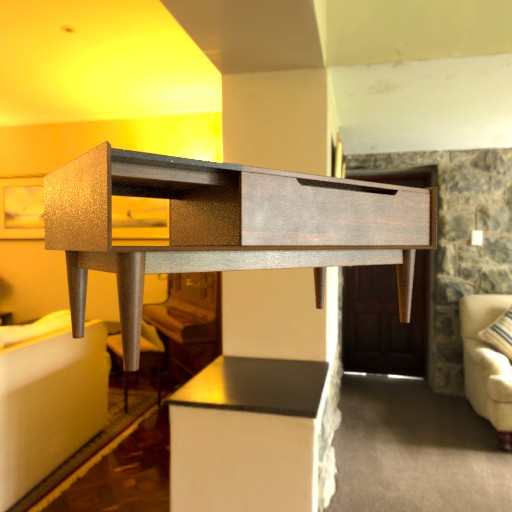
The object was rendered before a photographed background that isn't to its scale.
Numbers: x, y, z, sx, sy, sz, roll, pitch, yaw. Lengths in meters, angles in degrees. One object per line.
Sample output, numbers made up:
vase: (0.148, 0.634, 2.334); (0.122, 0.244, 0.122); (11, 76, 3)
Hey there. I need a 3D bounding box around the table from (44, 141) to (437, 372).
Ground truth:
table: (0.000, 0.000, 1.530); (1.221, 0.508, 0.610); (-1, 2, -37)
